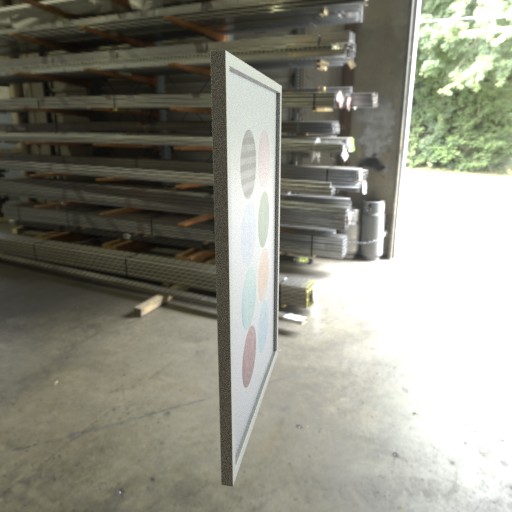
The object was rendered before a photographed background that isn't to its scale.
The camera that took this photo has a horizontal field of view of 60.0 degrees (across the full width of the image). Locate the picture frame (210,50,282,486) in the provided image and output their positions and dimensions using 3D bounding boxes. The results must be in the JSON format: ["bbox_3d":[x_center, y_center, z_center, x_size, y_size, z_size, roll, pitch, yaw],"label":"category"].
[{"bbox_3d":[0.000,0.000,0.566,0.013,0.434,0.305,3,16,11],"label":"picture frame"}]
